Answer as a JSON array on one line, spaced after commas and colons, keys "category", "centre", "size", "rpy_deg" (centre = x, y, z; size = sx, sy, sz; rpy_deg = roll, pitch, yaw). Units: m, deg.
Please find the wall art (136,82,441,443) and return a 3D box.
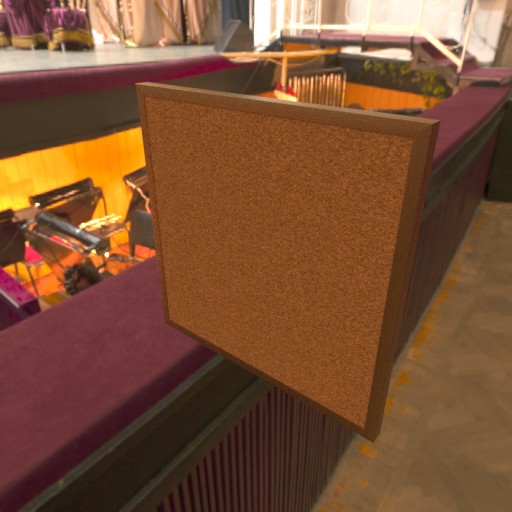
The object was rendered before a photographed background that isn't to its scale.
[{"category": "wall art", "centre": [0.000, 0.000, 1.125], "size": [0.767, 0.765, 0.036], "rpy_deg": [21, 35, 33]}]
